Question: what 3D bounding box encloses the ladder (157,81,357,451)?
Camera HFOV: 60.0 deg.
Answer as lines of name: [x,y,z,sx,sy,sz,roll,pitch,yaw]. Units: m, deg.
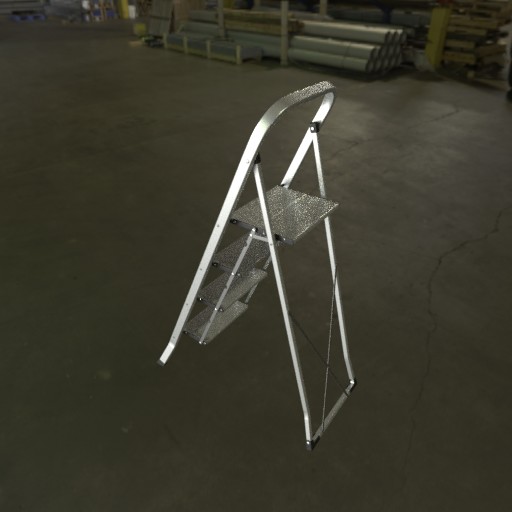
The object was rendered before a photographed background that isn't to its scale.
ladder: [0.000,0.000,1.709,0.830,1.290,0.465,22,39,29]
